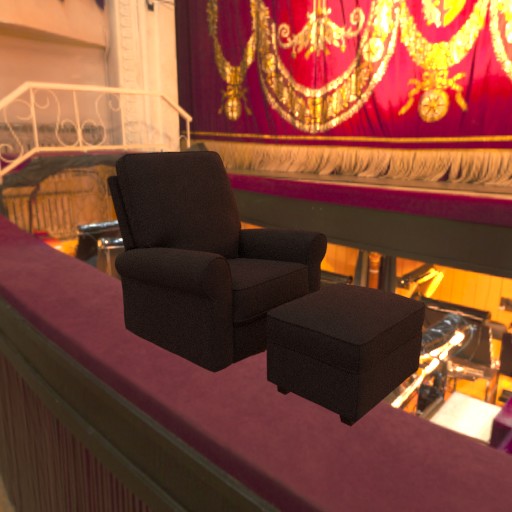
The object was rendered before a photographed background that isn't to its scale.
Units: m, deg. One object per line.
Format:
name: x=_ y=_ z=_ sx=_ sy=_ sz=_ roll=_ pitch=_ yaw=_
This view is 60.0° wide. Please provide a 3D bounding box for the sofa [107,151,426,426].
sofa: x=0.000 y=0.000 z=2.115 sx=1.478 sy=0.959 sz=0.880 roll=13 pitch=19 yaw=41
